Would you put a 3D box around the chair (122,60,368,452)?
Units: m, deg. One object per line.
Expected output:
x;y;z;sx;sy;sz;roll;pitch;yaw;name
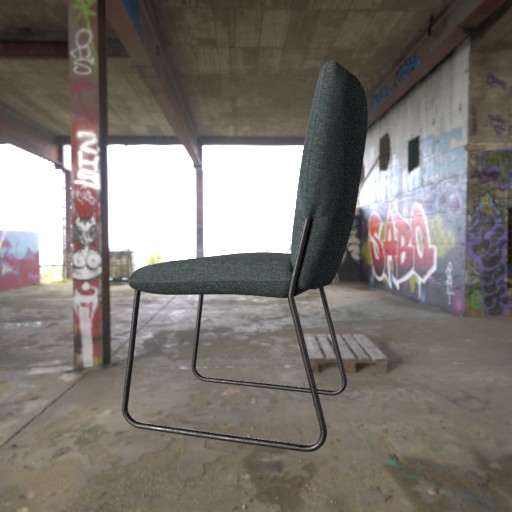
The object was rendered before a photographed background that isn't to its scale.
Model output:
0.000;0.000;1.314;0.635;0.931;0.480;1;2;18;chair
